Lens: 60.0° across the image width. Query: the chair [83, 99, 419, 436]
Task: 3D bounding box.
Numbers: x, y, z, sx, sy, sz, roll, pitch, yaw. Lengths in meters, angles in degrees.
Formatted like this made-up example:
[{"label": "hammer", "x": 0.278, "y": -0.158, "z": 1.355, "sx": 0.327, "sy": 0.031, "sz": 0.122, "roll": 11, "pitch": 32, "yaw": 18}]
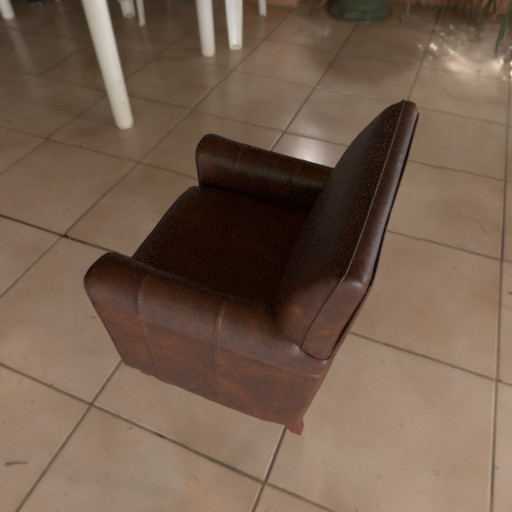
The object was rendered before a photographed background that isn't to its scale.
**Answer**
[{"label": "chair", "x": 0.000, "y": 0.000, "z": 1.584, "sx": 0.823, "sy": 0.943, "sz": 0.870, "roll": 16, "pitch": 49, "yaw": 14}]
